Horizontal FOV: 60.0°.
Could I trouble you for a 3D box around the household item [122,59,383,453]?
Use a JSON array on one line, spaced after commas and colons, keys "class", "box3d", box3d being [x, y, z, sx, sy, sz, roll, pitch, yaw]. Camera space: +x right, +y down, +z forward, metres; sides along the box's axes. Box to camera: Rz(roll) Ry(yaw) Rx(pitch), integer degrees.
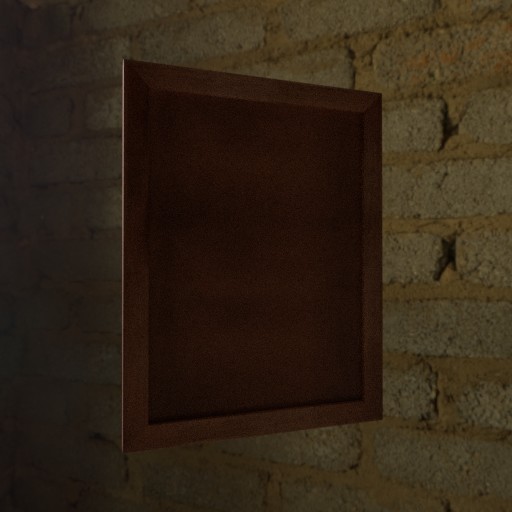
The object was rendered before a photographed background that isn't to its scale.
[{"class": "household item", "box3d": [0.000, 0.000, 0.536, 0.310, 0.407, 0.067, 0, 0, -18]}]
